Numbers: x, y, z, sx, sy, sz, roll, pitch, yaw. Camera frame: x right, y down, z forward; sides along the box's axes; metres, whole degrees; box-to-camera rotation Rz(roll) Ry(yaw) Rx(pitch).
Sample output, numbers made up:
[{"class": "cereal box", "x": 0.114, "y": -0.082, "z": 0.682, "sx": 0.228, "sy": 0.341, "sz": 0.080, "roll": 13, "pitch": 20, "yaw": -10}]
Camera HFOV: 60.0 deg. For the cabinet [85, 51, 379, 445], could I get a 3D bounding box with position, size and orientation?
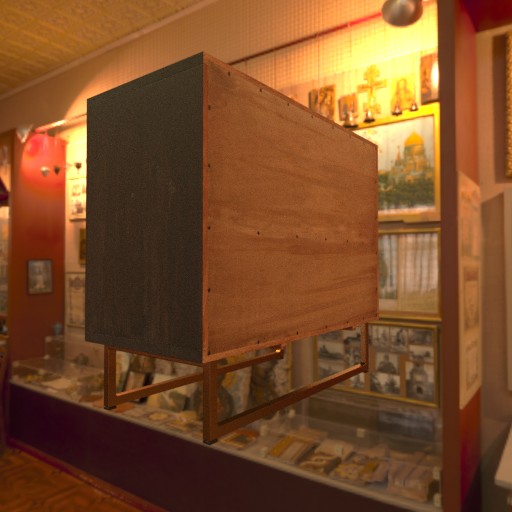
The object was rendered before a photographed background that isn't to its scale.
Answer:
[{"class": "cabinet", "x": 0.000, "y": 0.000, "z": 1.456, "sx": 0.451, "sy": 0.860, "sz": 0.950, "roll": -1, "pitch": -1, "yaw": 38}]
